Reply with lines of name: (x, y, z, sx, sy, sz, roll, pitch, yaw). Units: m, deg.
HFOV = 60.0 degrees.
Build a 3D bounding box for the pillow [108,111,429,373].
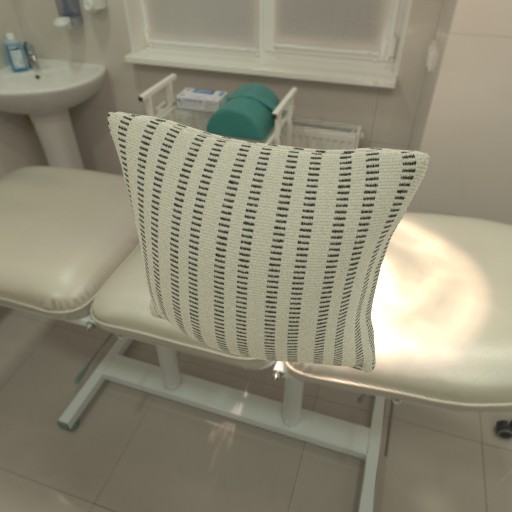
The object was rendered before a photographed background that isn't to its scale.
pillow: (0.000, 0.000, 0.700, 0.438, 0.419, 0.247, 12, 41, 14)
